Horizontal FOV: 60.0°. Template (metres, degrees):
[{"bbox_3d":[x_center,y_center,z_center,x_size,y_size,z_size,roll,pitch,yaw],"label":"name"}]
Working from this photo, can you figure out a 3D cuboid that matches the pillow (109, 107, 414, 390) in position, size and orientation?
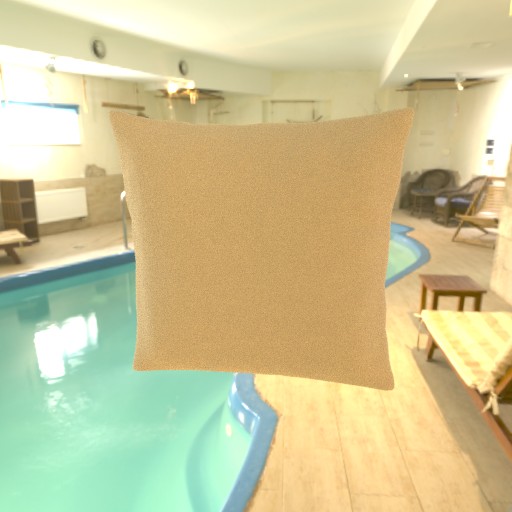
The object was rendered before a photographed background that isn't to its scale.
[{"bbox_3d":[0.000,0.000,0.807,0.523,0.510,0.166,2,15,9],"label":"pillow"}]
